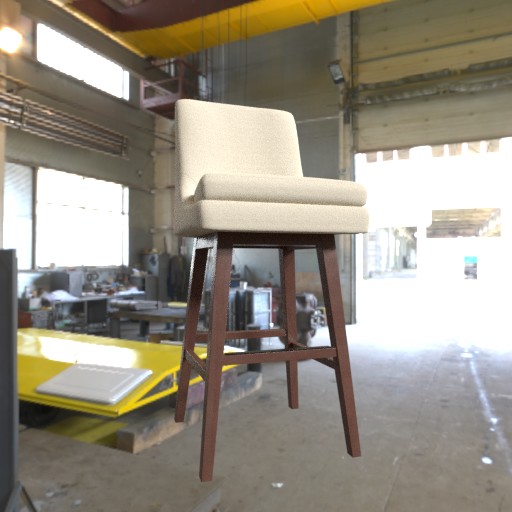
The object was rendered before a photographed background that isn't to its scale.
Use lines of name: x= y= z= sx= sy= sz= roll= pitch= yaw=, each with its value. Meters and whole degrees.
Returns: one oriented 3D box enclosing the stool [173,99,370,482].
stool: x=0.000 y=0.000 z=1.366 sx=0.483 sy=1.093 sz=0.559 roll=0 pitch=-1 yaw=-19
